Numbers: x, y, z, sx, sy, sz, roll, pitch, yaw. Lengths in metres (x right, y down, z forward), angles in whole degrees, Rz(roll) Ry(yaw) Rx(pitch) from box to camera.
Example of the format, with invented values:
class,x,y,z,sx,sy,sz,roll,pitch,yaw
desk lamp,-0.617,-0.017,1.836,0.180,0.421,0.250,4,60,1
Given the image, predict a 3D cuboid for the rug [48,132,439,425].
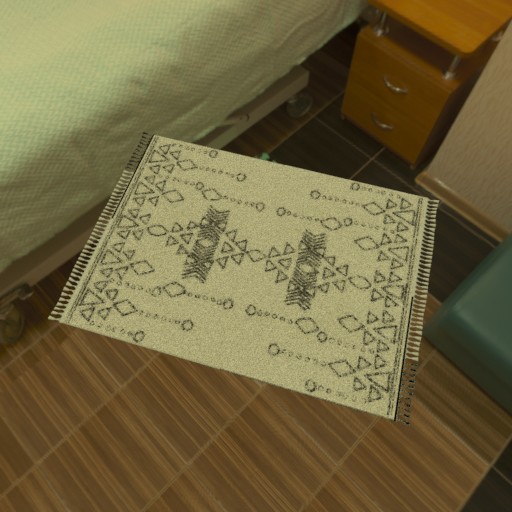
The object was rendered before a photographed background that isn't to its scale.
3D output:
class,x,y,z,sx,sy,sz,roll,pitch,yaw
rug,0.000,0.000,3.031,2.312,0.013,1.600,15,65,7
